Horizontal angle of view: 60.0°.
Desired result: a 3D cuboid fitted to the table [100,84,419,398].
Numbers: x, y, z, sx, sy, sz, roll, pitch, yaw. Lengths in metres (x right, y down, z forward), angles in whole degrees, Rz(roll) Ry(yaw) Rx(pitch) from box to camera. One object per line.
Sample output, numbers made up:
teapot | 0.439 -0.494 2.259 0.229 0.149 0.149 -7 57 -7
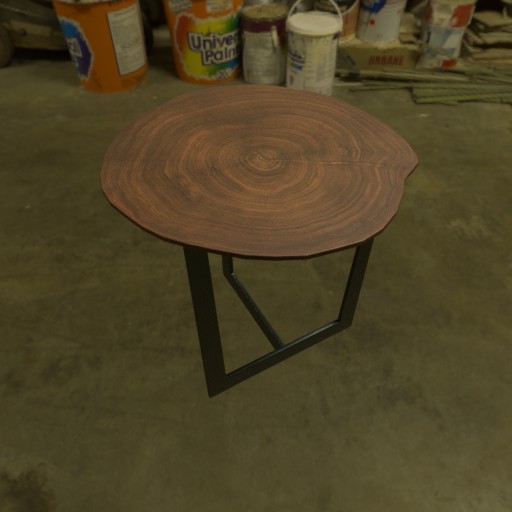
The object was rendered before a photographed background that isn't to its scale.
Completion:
table | 0.000 0.000 0.880 0.477 0.476 0.494 -31 53 -27
